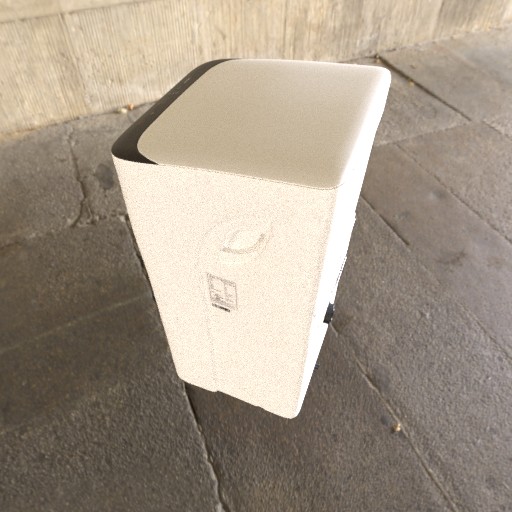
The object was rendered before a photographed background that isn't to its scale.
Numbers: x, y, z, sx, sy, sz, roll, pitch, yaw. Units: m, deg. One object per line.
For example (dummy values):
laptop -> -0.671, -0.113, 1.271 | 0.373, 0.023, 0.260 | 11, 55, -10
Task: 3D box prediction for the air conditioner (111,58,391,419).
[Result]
air conditioner -> 0.000, 0.000, 0.914 | 0.369, 0.716, 0.352 | 16, 49, 14
